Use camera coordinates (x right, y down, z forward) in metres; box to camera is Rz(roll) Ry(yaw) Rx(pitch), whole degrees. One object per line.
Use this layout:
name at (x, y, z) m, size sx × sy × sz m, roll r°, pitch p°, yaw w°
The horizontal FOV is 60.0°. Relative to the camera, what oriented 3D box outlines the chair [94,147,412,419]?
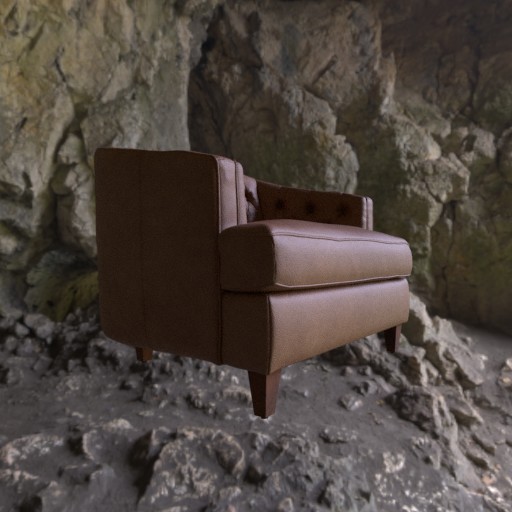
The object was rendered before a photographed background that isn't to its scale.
chair at (0.000, 0.000, 1.752) m, size 0.911 × 0.836 × 1.119 m, roll 0°, pitch 0°, yaw 36°
